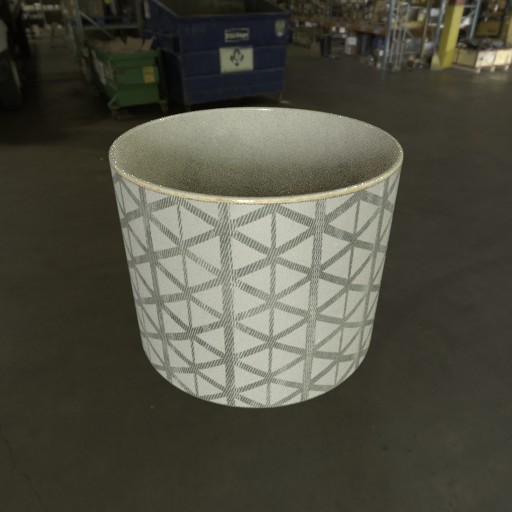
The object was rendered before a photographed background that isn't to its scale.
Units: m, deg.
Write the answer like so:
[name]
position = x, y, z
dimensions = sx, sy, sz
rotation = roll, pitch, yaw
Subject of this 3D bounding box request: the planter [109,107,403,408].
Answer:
[planter]
position = 0.000, 0.000, 0.344
dimensions = 0.190, 0.181, 0.190
rotation = 0, 32, 0
